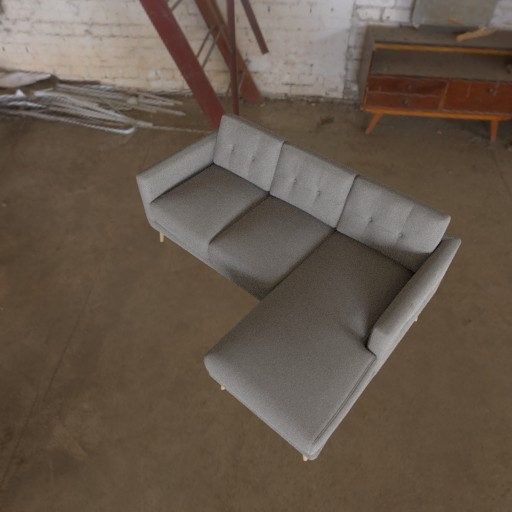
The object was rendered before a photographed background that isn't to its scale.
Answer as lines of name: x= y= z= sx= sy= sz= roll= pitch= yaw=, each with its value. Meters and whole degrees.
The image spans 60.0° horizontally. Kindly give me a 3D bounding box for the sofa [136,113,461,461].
sofa: x=0.000 y=0.000 z=2.892 sx=2.040 sy=0.860 sz=1.530 roll=33 pitch=55 yaw=26
